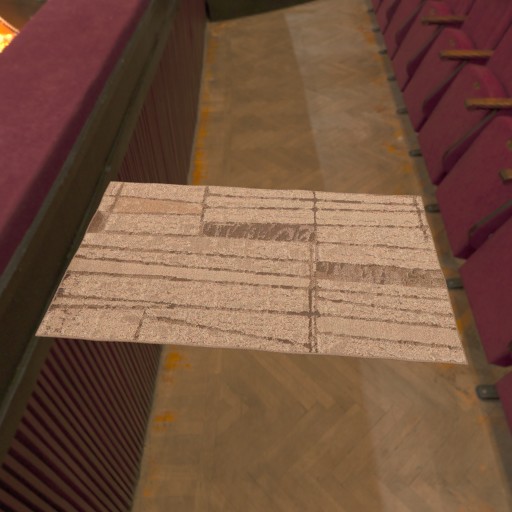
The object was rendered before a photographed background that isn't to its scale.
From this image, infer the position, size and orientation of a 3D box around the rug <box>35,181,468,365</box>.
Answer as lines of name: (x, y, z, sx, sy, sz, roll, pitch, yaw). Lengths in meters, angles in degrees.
rug: (0.000, 0.000, 1.056, 0.867, 0.007, 0.515, 3, 47, 3)
